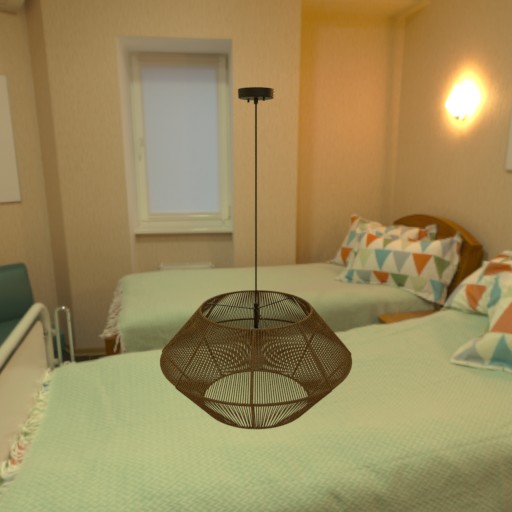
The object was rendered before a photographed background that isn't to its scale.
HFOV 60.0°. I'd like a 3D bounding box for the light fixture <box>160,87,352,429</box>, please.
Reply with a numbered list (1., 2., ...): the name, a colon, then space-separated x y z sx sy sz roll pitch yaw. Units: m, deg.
1. light fixture: 0.000 0.000 1.424 0.643 1.009 0.643 0 13 0
